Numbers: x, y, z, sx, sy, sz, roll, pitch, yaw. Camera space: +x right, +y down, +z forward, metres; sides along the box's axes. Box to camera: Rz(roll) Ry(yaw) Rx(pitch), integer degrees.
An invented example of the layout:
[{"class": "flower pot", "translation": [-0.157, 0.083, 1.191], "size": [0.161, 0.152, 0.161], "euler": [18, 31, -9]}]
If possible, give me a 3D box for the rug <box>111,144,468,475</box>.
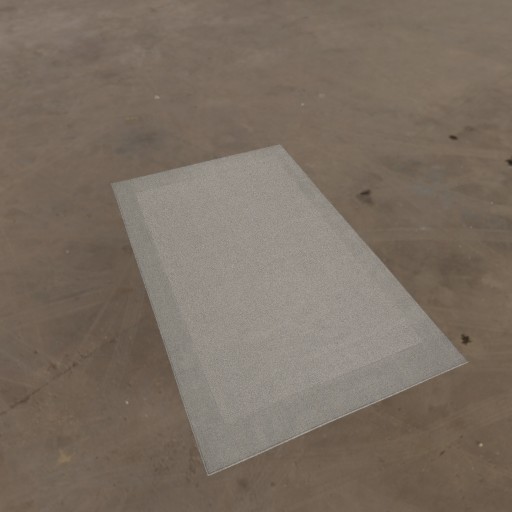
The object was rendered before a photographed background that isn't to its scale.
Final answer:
[{"class": "rug", "translation": [0.000, 0.000, 3.034], "size": [1.524, 0.014, 2.438], "euler": [-17, 48, -16]}]
